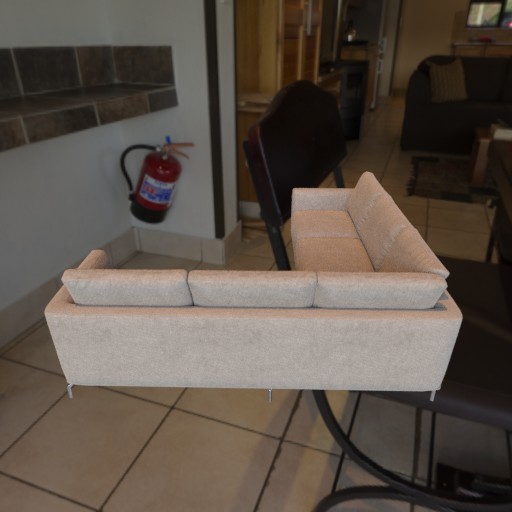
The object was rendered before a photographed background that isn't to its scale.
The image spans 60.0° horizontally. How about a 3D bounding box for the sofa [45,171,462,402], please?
[{"bbox_3d":[0.000,0.000,3.669,2.438,0.864,2.438,1,26,1],"label":"sofa"}]
